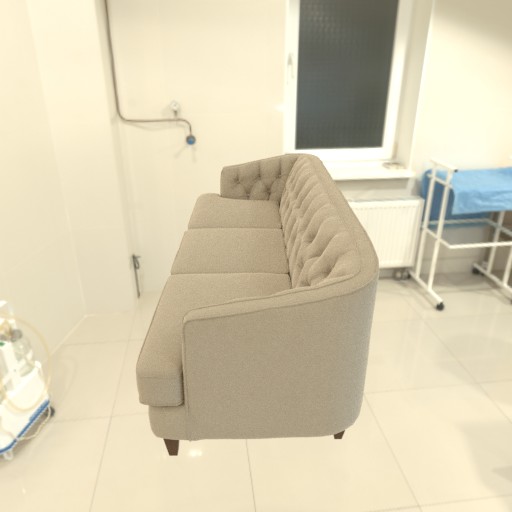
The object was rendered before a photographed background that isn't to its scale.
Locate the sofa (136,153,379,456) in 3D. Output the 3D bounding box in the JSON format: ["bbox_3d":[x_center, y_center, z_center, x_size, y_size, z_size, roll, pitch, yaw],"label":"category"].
[{"bbox_3d":[0.000,0.000,2.651,0.941,0.855,2.278,0,25,0],"label":"sofa"}]
